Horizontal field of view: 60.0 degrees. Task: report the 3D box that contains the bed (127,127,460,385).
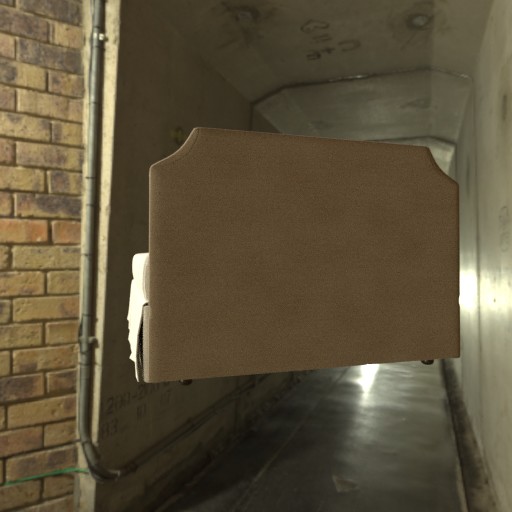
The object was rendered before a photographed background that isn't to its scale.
[{"bbox_3d":[0.000,0.000,3.571,1.977,1.293,2.498,0,0,-17],"label":"bed"}]
